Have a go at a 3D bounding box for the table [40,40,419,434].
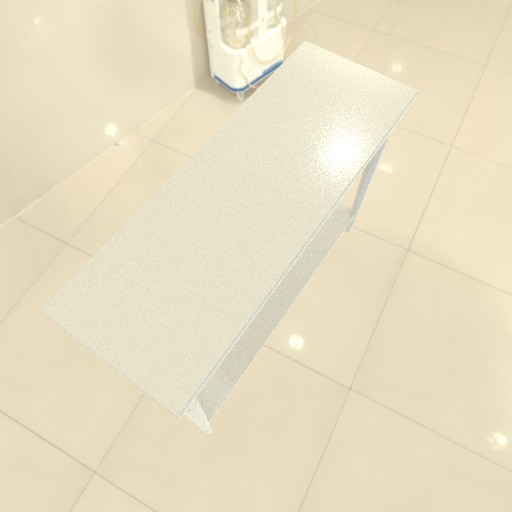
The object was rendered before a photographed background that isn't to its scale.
[{"bbox_3d":[0.000,0.000,1.423,0.381,0.749,1.067,32,67,16],"label":"table"}]
